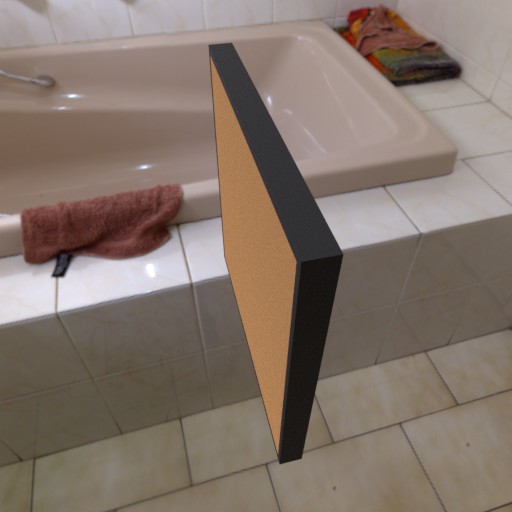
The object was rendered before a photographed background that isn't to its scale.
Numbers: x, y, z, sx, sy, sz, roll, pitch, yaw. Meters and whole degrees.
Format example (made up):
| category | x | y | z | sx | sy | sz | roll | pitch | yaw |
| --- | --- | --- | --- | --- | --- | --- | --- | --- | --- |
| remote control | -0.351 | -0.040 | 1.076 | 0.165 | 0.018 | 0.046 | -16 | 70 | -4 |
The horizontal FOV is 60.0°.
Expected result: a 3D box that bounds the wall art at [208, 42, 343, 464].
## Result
| category | x | y | z | sx | sy | sz | roll | pitch | yaw |
| --- | --- | --- | --- | --- | --- | --- | --- | --- | --- |
| wall art | 0.000 | 0.000 | 0.752 | 0.040 | 0.509 | 0.509 | -10 | 47 | -9 |
